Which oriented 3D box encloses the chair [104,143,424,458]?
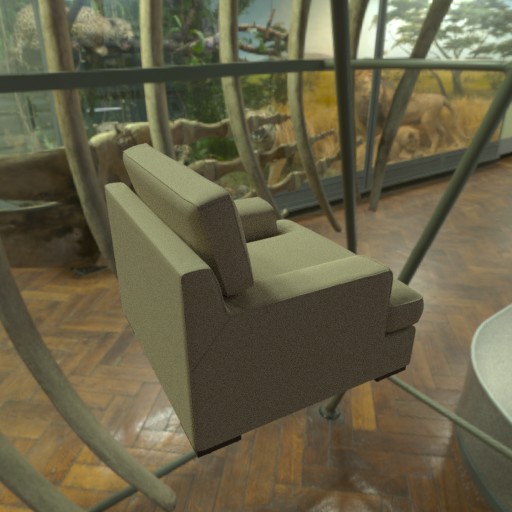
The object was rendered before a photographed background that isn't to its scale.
[{"bbox_3d":[0.000,0.000,2.160,1.274,1.005,1.293,-17,30,-32],"label":"chair"}]
